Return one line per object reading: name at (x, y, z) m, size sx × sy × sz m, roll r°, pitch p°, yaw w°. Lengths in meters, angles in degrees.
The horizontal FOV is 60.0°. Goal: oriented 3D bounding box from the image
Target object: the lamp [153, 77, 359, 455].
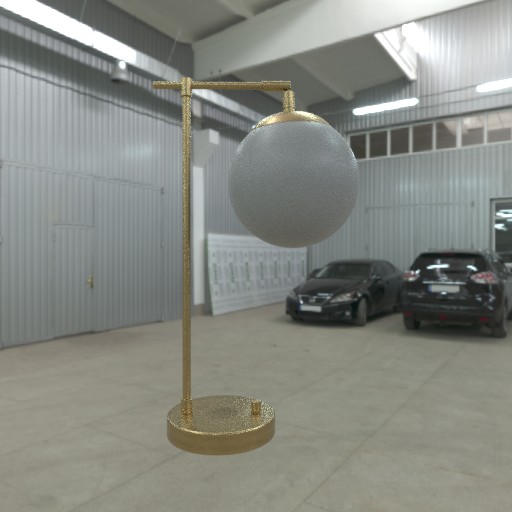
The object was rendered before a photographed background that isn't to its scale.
lamp at (0.000, 0.000, 0.705) m, size 0.324 × 0.559 × 0.207 m, roll 0°, pitch 0°, yaw -1°
